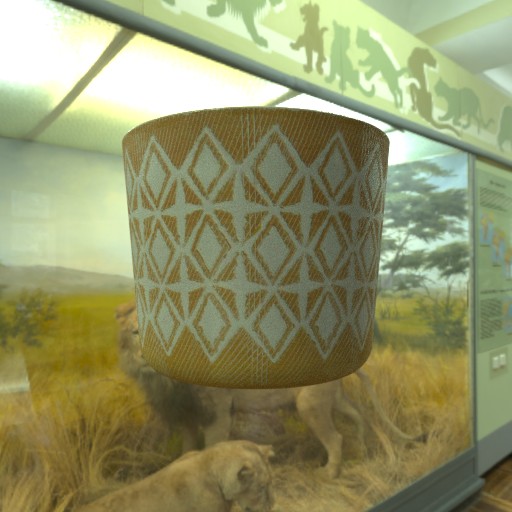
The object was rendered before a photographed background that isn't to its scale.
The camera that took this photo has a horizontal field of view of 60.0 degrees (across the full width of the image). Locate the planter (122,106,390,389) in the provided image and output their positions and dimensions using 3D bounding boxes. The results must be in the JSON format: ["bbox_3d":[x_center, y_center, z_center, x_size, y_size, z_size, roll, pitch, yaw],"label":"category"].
[{"bbox_3d":[0.000,0.000,0.218,0.126,0.104,0.126,0,-1,0],"label":"planter"}]
